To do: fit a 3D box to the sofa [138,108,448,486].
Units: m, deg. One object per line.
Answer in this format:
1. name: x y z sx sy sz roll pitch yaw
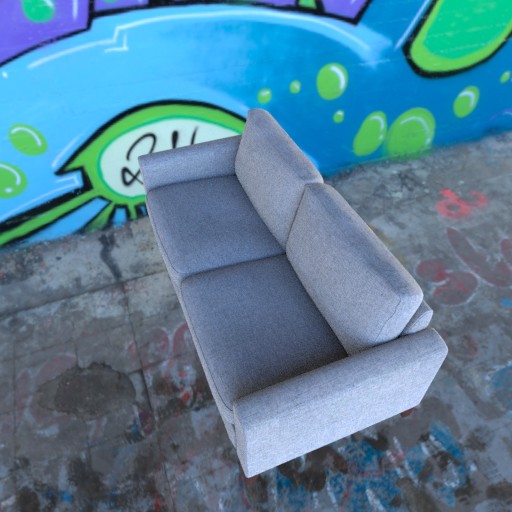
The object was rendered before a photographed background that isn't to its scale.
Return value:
1. sofa: 0.000 0.000 2.491 0.969 0.892 1.978 -16 48 -15
